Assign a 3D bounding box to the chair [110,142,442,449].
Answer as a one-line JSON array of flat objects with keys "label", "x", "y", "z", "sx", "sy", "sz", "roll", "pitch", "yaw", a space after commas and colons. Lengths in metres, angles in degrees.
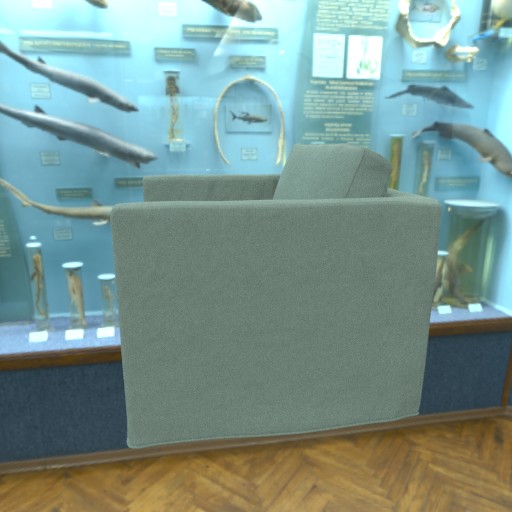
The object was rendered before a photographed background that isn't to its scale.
[{"label": "chair", "x": 0.000, "y": 0.000, "z": 1.741, "sx": 0.949, "sy": 0.863, "sz": 1.057, "roll": -2, "pitch": 15, "yaw": -9}]
